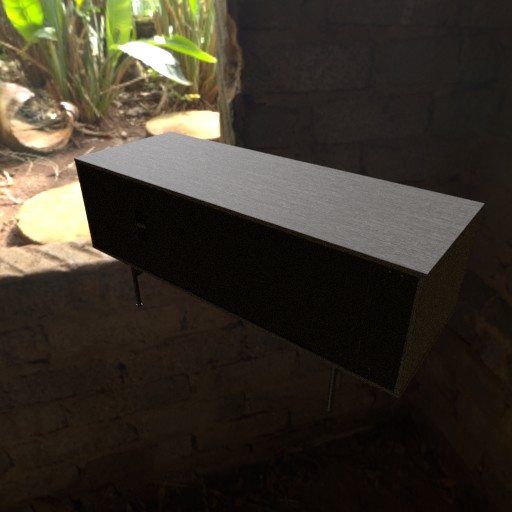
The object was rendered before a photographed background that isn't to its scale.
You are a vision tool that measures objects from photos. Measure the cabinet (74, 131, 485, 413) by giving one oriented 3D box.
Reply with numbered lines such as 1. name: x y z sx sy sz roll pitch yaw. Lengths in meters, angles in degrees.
1. cabinet: 0.000 0.000 1.602 1.300 0.599 0.500 21 36 32
